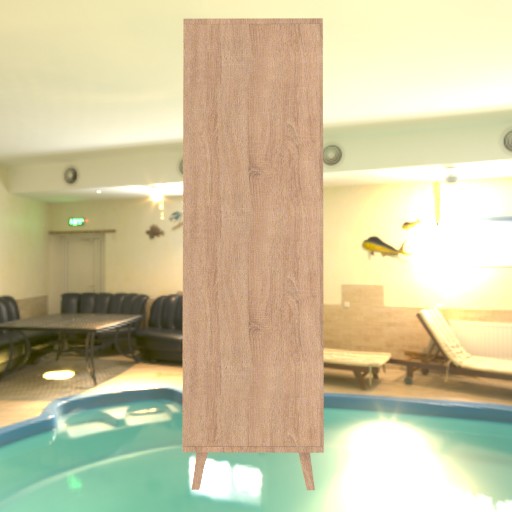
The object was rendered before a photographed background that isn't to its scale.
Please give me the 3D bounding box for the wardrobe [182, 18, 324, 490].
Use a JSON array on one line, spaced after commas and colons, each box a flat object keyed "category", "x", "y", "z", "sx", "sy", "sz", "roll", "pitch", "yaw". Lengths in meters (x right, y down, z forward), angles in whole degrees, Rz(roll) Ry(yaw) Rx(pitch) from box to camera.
[{"category": "wardrobe", "x": 0.000, "y": 0.000, "z": 2.327, "sx": 0.600, "sy": 1.960, "sz": 1.000, "roll": 0, "pitch": -1, "yaw": 0}]
